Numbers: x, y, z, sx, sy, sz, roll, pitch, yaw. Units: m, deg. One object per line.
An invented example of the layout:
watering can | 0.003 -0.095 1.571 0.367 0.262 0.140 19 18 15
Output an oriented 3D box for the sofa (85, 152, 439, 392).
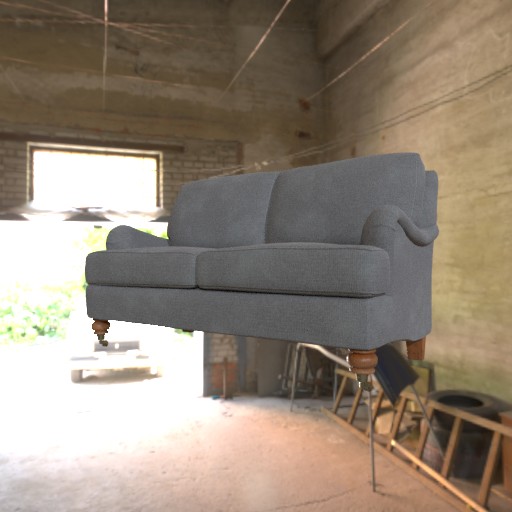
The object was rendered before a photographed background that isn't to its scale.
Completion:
sofa | 0.000 0.000 2.567 1.853 1.101 1.084 -1 -1 35
